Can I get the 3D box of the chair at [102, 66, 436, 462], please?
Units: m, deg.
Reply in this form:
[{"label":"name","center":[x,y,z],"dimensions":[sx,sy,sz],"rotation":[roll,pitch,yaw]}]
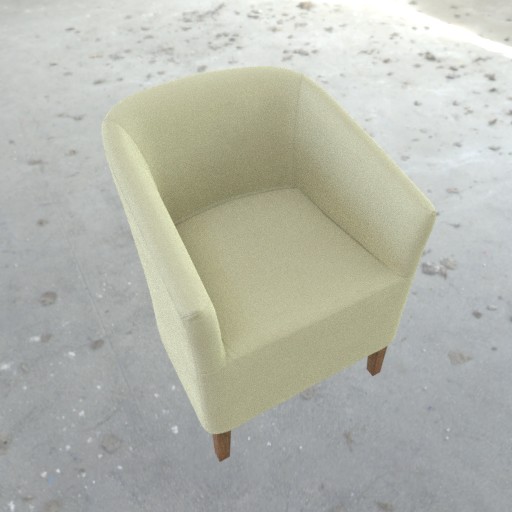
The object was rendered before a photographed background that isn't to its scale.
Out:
[{"label":"chair","center":[0.000,0.000,1.273],"dimensions":[0.643,0.822,0.657],"rotation":[-21,48,-21]}]
